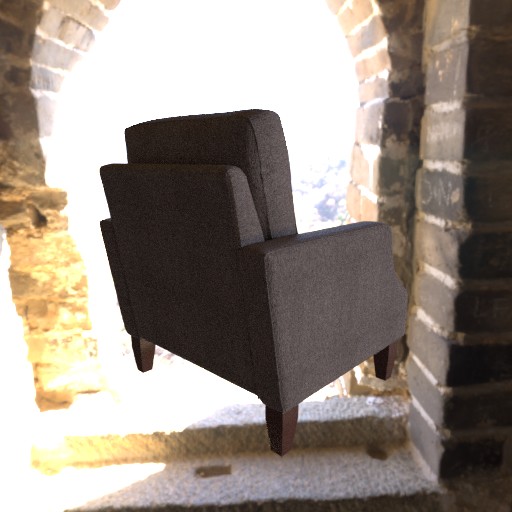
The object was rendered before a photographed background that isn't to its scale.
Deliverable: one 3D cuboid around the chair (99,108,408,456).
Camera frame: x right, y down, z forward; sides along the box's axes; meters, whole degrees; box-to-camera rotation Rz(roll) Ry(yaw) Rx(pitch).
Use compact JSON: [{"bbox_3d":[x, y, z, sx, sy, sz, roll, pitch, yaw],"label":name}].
[{"bbox_3d":[0.000,0.000,1.673,0.855,0.993,0.897,12,17,43],"label":"chair"}]
